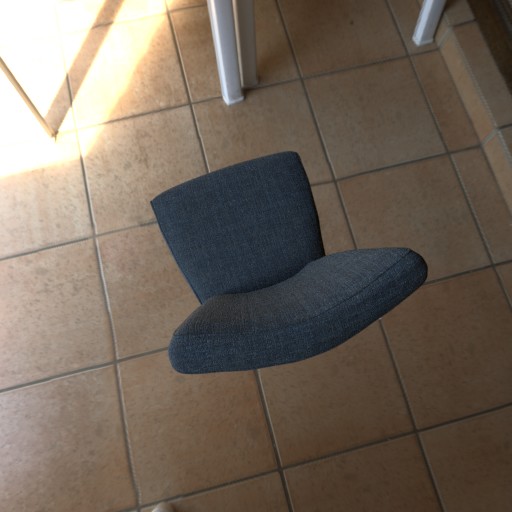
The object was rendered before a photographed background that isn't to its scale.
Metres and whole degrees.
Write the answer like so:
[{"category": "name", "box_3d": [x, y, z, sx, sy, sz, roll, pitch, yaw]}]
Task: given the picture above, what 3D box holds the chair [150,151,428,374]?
[{"category": "chair", "box_3d": [0.000, 0.000, 1.344, 0.520, 0.991, 0.660, -20, 76, -5]}]
